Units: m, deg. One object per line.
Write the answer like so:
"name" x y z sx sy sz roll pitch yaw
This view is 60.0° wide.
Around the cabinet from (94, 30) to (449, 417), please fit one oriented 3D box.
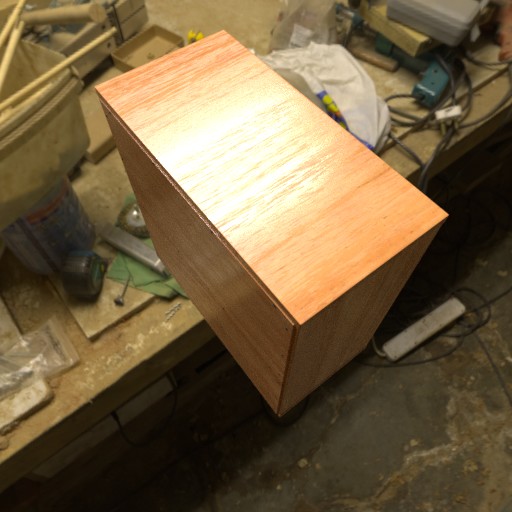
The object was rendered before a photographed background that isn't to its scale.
"cabinet" 0.000 0.000 1.438 0.419 1.001 0.800 -33 64 -18
